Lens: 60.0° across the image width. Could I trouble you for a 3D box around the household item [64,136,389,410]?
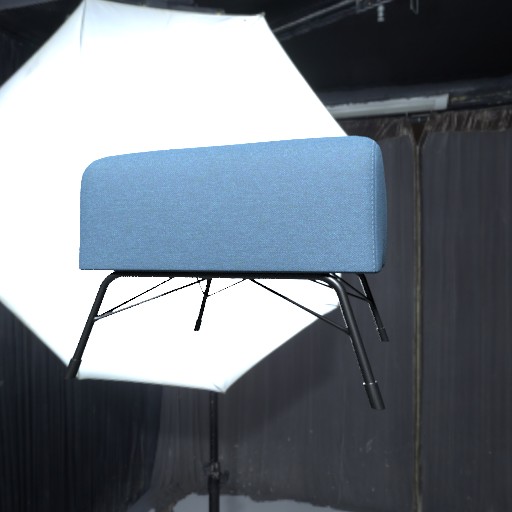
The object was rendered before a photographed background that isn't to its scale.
[{"bbox_3d":[0.000,0.000,0.930,0.530,0.420,0.530,0,0,17],"label":"household item"}]
